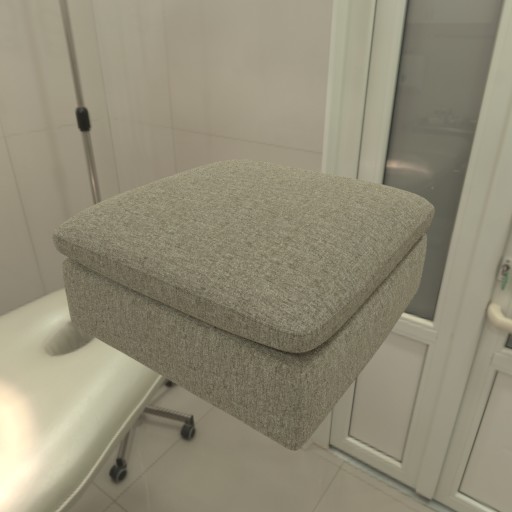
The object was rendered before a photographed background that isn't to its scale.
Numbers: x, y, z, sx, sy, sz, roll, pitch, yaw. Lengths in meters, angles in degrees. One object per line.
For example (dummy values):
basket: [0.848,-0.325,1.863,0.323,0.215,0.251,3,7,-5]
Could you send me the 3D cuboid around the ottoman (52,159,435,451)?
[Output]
ottoman: [0.000,0.000,1.660,1.035,0.526,1.039,18,33,31]
